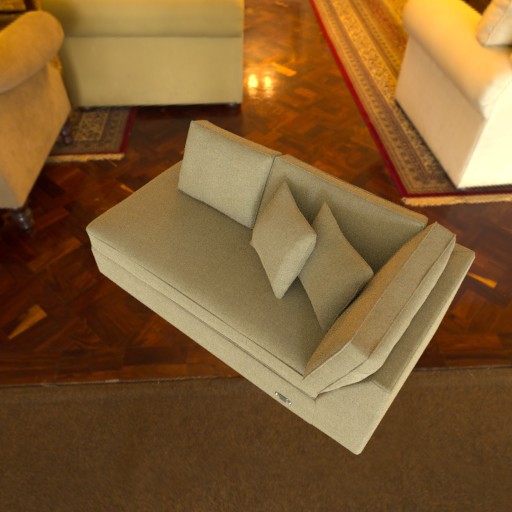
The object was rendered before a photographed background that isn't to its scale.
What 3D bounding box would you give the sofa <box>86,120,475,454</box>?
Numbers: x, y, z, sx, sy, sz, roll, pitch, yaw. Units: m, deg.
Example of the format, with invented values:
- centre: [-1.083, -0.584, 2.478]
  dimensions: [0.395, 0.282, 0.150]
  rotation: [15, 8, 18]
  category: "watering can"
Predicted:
- centre: [0.000, 0.000, 2.833]
  dimensions: [2.238, 1.019, 1.110]
  rotation: [30, 54, 25]
  category: "sofa"
